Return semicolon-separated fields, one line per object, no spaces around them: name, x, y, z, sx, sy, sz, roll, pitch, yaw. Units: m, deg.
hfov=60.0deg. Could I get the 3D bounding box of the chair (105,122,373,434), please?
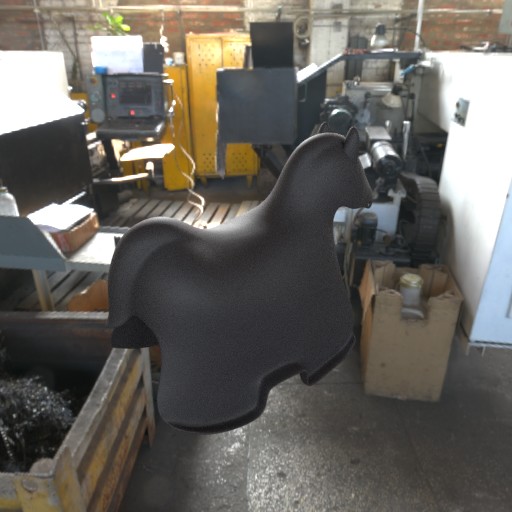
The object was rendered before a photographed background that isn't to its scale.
chair;0.000;0.000;1.144;0.800;0.612;0.429;-17;30;-32
